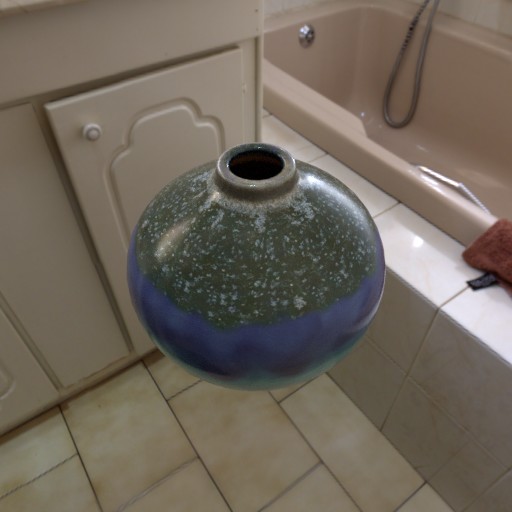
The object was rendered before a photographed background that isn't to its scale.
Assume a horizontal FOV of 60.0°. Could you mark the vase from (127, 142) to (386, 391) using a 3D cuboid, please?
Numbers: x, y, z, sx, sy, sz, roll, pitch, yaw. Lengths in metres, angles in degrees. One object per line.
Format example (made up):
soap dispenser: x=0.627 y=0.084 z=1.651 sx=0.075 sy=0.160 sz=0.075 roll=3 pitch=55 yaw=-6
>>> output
vase: x=0.000 y=0.000 z=0.268 sx=0.154 sy=0.133 sz=0.154 roll=0 pitch=46 yaw=0
